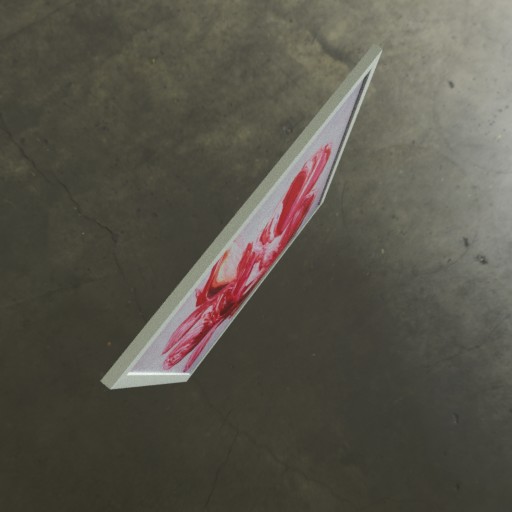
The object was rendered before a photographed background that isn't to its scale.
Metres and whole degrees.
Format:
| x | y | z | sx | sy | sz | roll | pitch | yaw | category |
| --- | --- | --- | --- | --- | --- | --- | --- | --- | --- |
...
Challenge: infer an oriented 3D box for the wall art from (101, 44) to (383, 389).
| x | y | z | sx | sy | sz | roll | pitch | yaw | category |
| --- | --- | --- | --- | --- | --- | --- | --- | --- | --- |
| 0.000 | 0.000 | 1.182 | 0.022 | 0.803 | 0.805 | 36 | 78 | 9 | wall art |
